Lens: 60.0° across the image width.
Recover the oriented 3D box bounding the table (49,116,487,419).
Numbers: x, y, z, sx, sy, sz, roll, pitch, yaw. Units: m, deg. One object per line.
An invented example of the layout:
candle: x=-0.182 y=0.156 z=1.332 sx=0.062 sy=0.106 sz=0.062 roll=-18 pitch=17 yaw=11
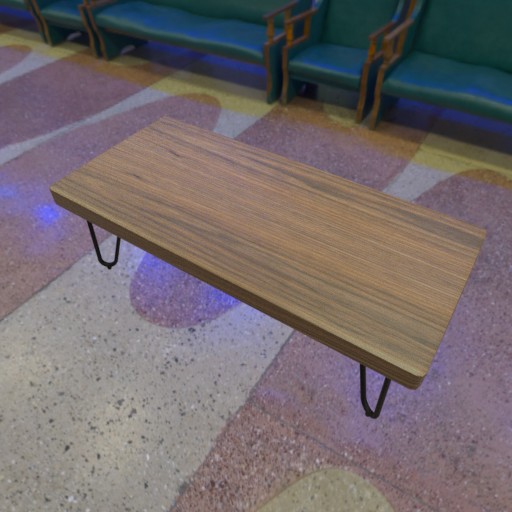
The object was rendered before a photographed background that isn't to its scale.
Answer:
table: x=0.000 y=0.000 z=1.668 sx=1.375 sy=0.468 sz=0.637 roll=25 pitch=51 yaw=23
